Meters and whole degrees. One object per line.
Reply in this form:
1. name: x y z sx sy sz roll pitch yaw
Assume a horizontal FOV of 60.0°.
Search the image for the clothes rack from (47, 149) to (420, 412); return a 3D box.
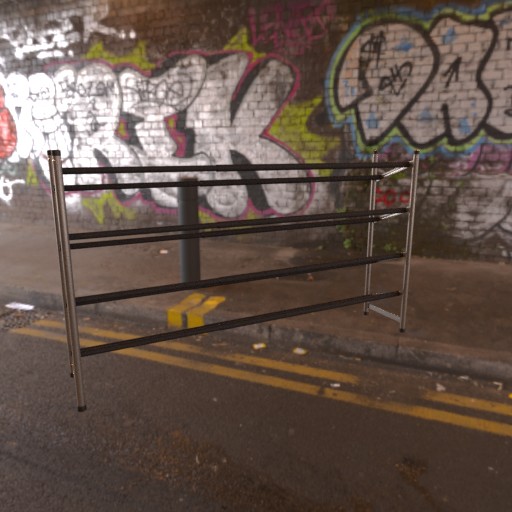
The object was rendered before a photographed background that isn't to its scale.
1. clothes rack: 0.000 0.000 1.443 1.168 0.672 0.229 -7 15 -26
